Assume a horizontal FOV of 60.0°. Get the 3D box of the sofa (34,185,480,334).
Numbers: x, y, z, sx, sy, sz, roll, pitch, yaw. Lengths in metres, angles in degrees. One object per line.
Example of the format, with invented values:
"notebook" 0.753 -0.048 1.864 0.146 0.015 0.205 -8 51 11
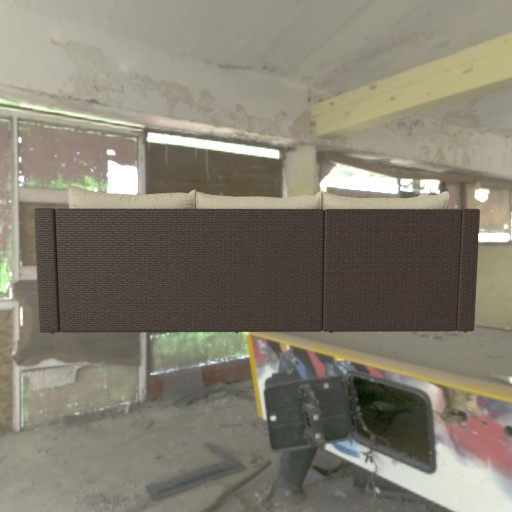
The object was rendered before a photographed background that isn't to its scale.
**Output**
"sofa" 0.000 0.000 2.975 2.192 0.766 1.612 0 1 -1
